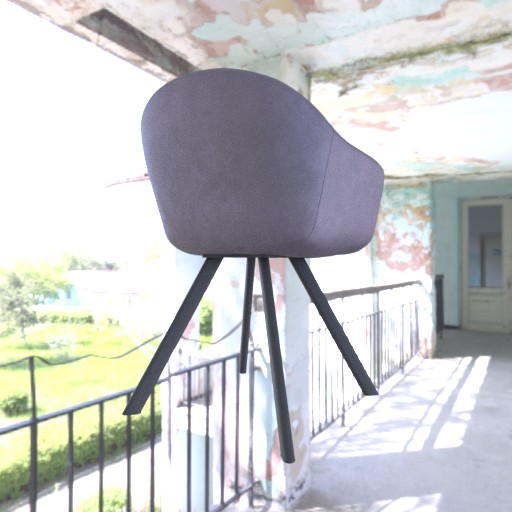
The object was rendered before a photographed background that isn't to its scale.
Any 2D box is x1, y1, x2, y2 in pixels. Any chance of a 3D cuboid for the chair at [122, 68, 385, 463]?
[{"bbox_3d":[0.000,0.000,1.163,0.567,0.781,0.544,0,0,34],"label":"chair"}]
